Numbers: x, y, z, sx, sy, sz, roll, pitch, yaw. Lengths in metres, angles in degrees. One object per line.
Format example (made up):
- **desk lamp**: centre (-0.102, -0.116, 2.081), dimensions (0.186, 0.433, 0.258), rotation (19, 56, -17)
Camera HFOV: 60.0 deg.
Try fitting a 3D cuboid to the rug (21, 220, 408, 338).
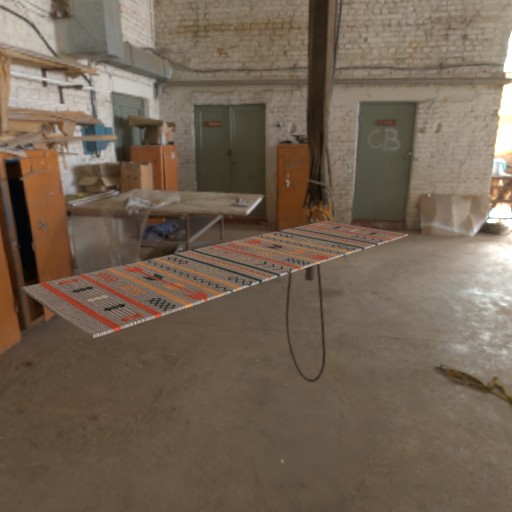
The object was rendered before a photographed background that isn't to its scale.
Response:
- **rug**: centre (0.000, 0.000, 2.665), dimensions (0.744, 0.022, 2.419), rotation (15, 21, 43)
